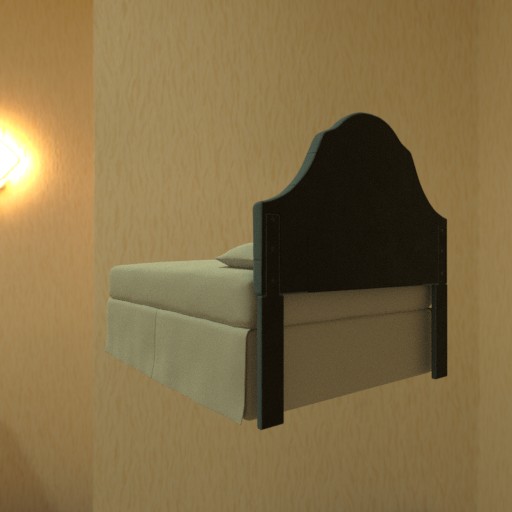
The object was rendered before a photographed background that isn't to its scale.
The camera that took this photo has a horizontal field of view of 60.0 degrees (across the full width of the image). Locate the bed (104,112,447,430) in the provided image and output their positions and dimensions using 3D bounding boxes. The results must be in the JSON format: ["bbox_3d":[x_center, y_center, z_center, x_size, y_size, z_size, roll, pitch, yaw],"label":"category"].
[{"bbox_3d":[0.000,0.000,3.311,1.636,1.575,2.155,0,0,-36],"label":"bed"}]
